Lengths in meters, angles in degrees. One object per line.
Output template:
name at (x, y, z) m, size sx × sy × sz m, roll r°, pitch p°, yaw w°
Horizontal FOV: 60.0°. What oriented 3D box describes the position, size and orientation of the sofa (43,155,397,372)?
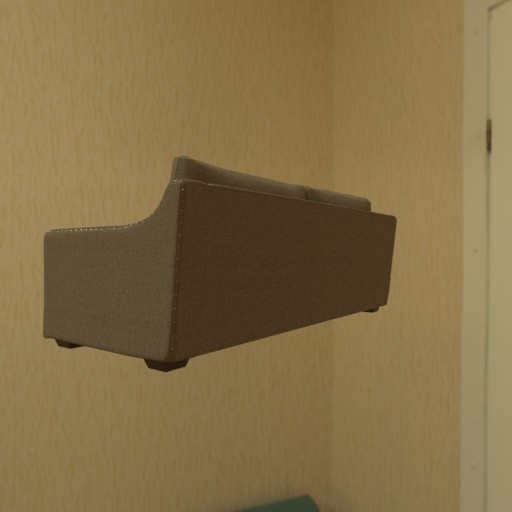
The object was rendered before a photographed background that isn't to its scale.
sofa at (0.000, 0.000, 2.738) m, size 1.000 × 0.857 × 2.208 m, roll 1°, pitch 1°, yaw 37°
